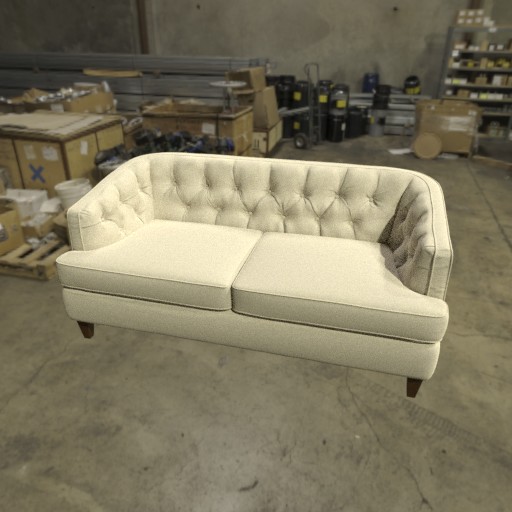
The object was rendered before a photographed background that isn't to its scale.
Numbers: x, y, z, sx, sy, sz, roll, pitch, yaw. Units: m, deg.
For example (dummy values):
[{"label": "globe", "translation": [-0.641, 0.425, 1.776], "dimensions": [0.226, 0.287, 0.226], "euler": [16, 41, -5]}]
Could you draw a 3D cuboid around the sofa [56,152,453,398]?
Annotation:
[{"label": "sofa", "translation": [0.000, 0.000, 2.263], "dimensions": [1.733, 0.855, 0.941], "euler": [7, 28, 13]}]
